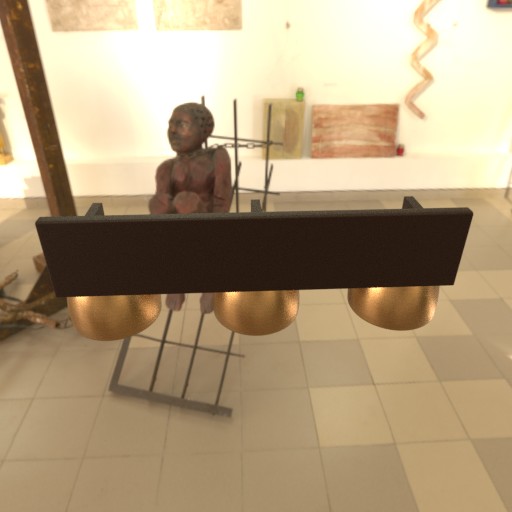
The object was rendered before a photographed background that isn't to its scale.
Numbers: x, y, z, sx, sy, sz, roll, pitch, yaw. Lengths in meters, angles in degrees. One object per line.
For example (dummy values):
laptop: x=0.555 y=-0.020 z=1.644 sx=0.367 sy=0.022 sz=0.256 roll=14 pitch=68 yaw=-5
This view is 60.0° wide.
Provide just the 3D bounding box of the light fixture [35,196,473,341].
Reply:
light fixture: x=0.000 y=0.000 z=0.664 sx=0.582 sy=0.204 sz=0.157 roll=-2 pitch=31 yaw=-3
